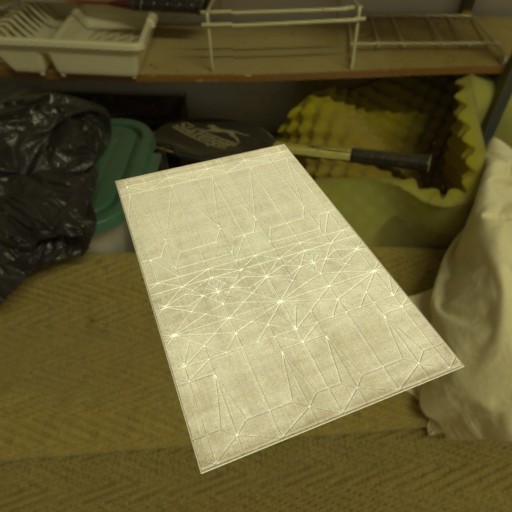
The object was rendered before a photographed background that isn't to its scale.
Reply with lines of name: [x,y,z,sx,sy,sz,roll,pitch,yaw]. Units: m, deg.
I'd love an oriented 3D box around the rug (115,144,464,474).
rug: [0.000,0.000,3.053,1.524,0.012,2.438,-16,48,-15]
